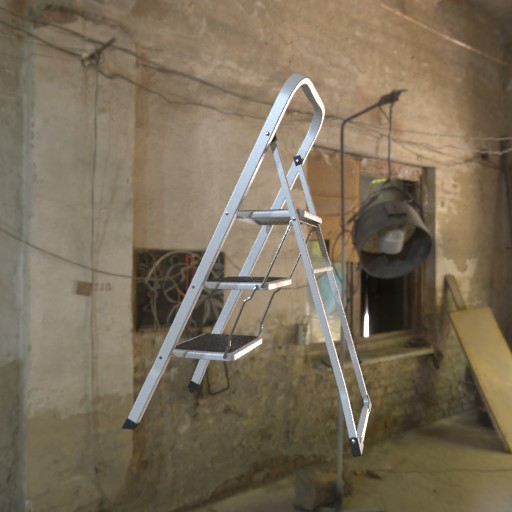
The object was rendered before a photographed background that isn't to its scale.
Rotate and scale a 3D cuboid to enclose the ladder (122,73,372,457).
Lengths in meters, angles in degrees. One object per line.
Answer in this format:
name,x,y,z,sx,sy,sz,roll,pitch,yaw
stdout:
ladder,0.000,0.000,1.455,0.711,1.050,0.460,0,0,18
